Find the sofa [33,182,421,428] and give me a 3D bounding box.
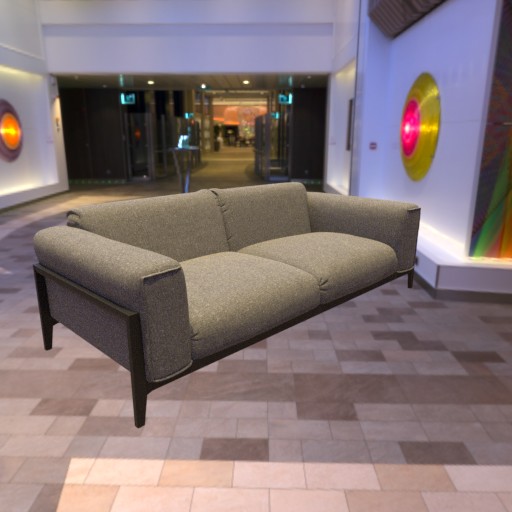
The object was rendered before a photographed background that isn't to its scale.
[{"bbox_3d":[0.000,0.000,2.530,0.985,0.703,2.125,15,21,43],"label":"sofa"}]
